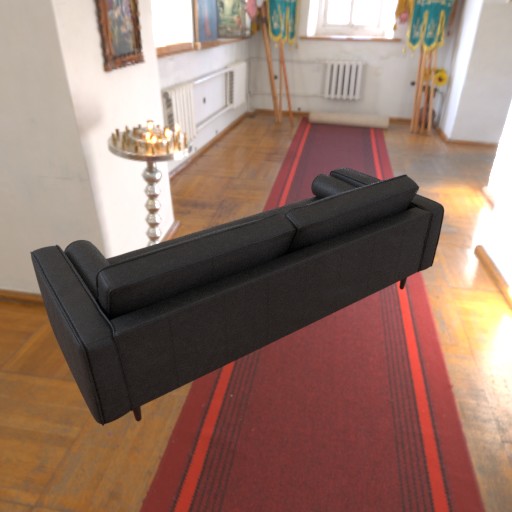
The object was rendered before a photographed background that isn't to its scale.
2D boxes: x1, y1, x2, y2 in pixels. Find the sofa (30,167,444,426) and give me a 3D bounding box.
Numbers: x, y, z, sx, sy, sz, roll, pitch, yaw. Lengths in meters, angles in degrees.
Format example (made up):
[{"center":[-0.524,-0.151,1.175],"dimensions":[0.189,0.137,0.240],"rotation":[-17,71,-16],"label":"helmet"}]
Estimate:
[{"center":[0.000,0.000,2.543],"dimensions":[2.210,0.762,0.914],"rotation":[-20,36,-29],"label":"sofa"}]
